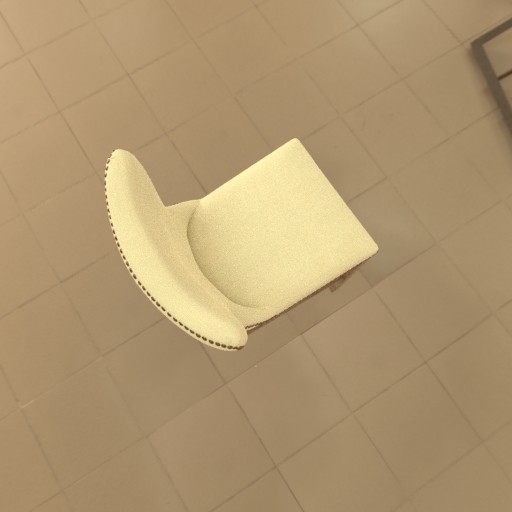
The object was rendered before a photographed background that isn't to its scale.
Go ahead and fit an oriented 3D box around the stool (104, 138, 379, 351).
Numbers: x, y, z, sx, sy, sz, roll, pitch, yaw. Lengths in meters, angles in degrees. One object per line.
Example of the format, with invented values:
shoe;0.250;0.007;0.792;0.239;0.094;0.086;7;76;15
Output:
stool;0.000;0.000;1.437;0.606;1.123;0.494;-32;78;-8
